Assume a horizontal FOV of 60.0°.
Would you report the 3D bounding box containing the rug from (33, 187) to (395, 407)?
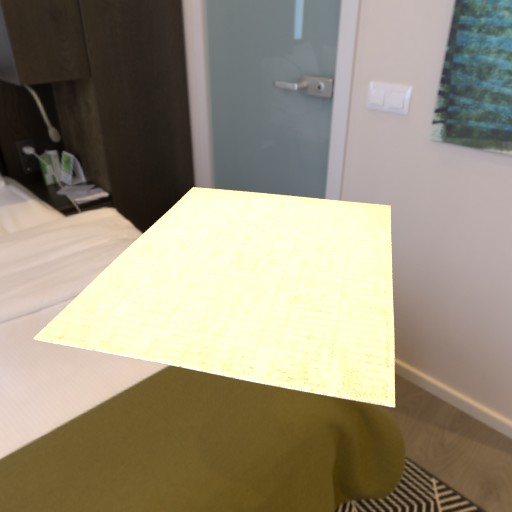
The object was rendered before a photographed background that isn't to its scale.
[{"bbox_3d":[0.000,0.000,4.110,2.447,0.014,3.061,7,30,12],"label":"rug"}]
